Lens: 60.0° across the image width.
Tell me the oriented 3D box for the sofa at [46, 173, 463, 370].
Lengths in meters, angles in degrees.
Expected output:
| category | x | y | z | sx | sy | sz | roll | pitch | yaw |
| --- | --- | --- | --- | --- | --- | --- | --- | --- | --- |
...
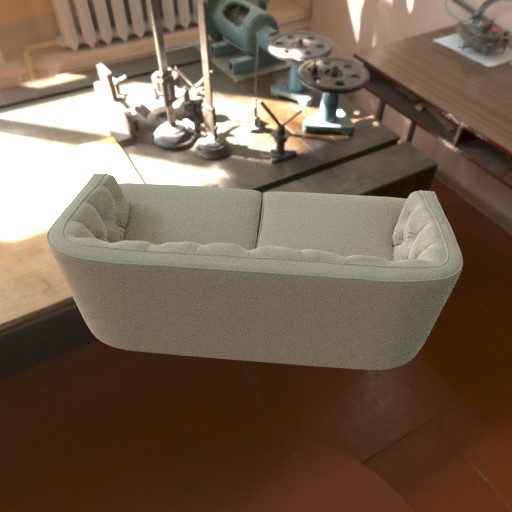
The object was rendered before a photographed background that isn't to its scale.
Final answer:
| category | x | y | z | sx | sy | sz | roll | pitch | yaw |
| --- | --- | --- | --- | --- | --- | --- | --- | --- | --- |
| sofa | 0.000 | 0.000 | 2.248 | 1.733 | 0.855 | 0.941 | 4 | 47 | 4 |
